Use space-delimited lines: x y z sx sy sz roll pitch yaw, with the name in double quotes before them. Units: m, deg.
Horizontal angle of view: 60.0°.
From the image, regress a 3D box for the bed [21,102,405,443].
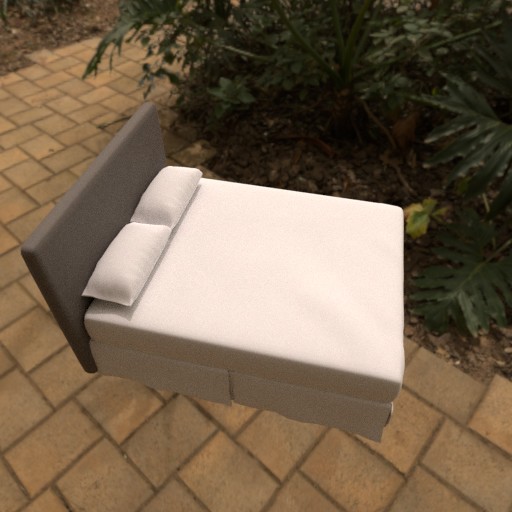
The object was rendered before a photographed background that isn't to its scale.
"bed" 0.000 0.000 3.133 2.142 1.330 1.723 10 47 9
